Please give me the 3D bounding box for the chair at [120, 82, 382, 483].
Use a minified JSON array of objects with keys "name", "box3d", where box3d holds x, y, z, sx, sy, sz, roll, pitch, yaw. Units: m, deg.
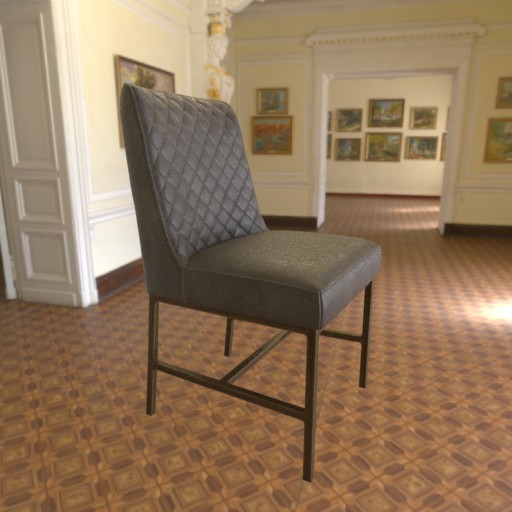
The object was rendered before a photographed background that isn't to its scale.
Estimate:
[{"name":"chair","box3d":[0.000,0.000,1.226,0.587,0.889,0.508,7,16,28]}]
